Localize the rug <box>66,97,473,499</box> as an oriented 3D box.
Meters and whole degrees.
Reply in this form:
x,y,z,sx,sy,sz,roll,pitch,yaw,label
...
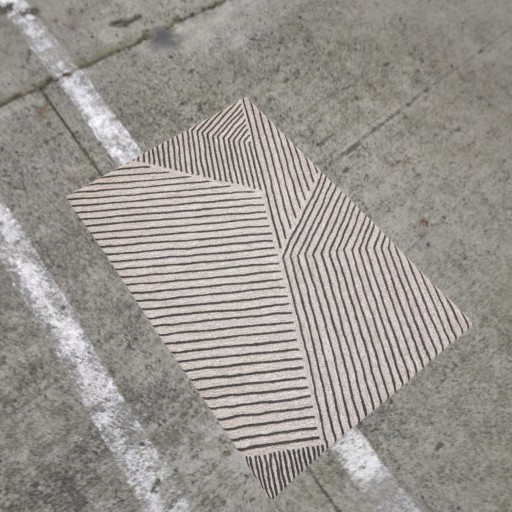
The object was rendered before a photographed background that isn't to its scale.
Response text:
x,y,z,sx,sy,sz,roll,pitch,yaw,label
0.000,0.000,2.283,1.237,0.019,1.842,-34,69,-15,rug
